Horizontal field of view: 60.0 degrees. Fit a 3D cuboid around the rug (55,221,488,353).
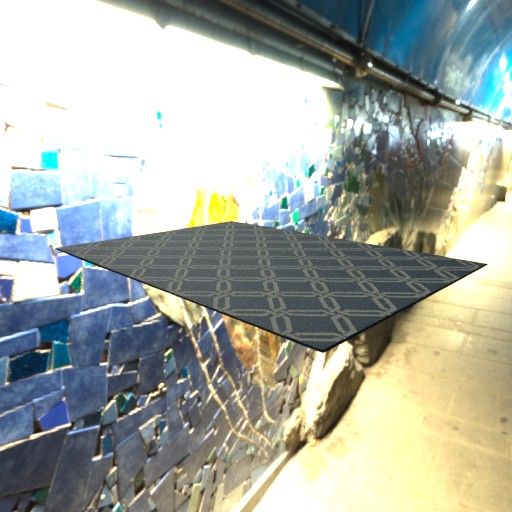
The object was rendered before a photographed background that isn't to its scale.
[{"bbox_3d":[0.000,0.000,4.198,3.342,0.018,2.432,13,19,43],"label":"rug"}]
